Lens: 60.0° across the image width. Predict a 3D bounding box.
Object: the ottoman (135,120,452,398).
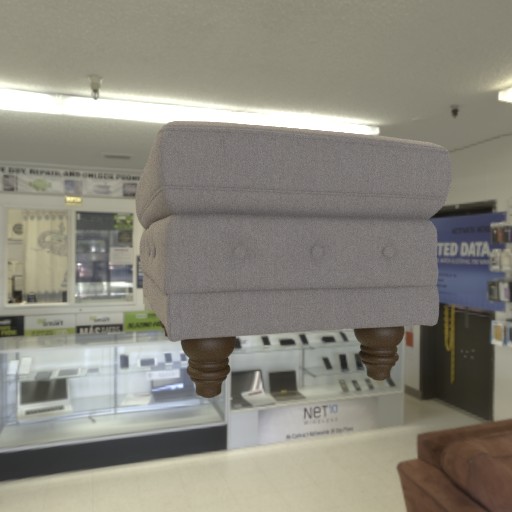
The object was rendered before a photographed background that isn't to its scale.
[{"bbox_3d":[0.000,0.000,1.125,0.569,0.500,0.771,0,1,-17],"label":"ottoman"}]
